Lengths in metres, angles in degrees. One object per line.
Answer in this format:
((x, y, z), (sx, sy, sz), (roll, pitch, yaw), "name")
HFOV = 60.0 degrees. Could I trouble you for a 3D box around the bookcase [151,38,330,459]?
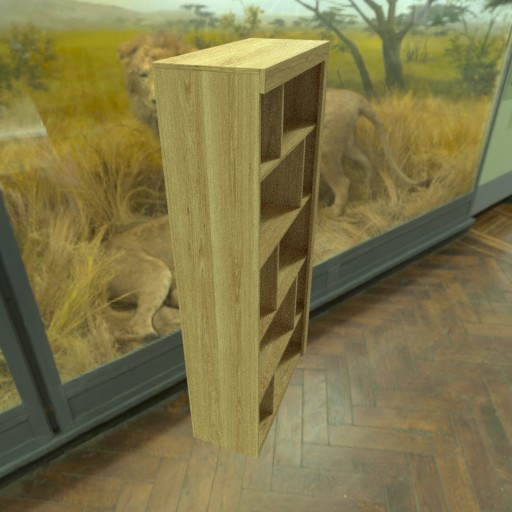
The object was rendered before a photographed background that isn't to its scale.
((0.000, 0.000, 2.380), (0.420, 2.020, 0.950), (11, 33, 18), "bookcase")
